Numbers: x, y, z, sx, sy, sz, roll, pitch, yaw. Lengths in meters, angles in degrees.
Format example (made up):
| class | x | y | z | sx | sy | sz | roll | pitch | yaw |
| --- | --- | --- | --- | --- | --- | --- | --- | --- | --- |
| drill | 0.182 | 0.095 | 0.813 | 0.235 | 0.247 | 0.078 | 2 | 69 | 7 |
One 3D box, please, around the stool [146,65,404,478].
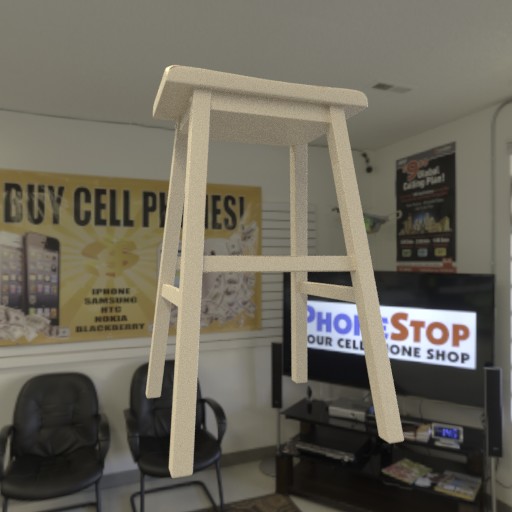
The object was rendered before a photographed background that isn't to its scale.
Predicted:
| class | x | y | z | sx | sy | sz | roll | pitch | yaw |
| --- | --- | --- | --- | --- | --- | --- | --- | --- | --- |
| stool | 0.000 | 0.000 | 1.031 | 0.457 | 0.737 | 0.476 | 0 | 0 | -19 |
